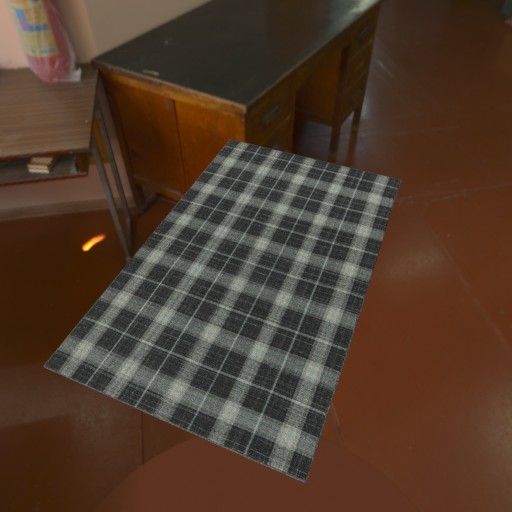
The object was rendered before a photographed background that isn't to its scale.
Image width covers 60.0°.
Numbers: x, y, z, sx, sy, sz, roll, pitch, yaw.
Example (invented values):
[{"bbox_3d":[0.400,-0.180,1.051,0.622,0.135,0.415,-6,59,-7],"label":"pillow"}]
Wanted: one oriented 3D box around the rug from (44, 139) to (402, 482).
[{"bbox_3d":[0.000,0.000,2.988,1.520,0.015,2.434,17,50,15],"label":"rug"}]
